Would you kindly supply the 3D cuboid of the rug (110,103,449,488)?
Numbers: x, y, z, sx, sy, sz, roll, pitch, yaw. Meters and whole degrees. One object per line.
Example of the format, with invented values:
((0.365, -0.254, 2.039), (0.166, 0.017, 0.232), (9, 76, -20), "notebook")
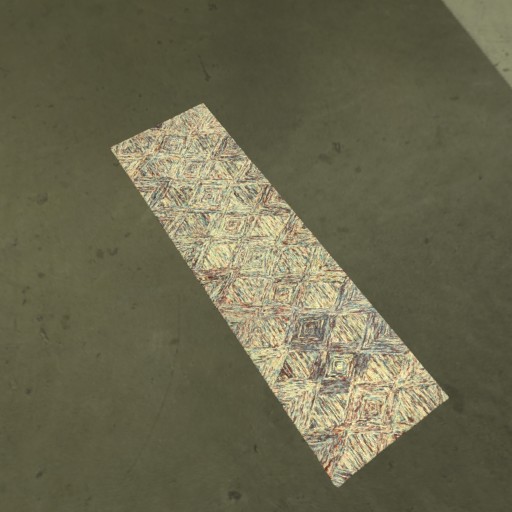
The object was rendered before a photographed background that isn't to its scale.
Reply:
((0.000, 0.000, 2.454), (0.688, 0.015, 2.292), (-31, 67, -14), "rug")
